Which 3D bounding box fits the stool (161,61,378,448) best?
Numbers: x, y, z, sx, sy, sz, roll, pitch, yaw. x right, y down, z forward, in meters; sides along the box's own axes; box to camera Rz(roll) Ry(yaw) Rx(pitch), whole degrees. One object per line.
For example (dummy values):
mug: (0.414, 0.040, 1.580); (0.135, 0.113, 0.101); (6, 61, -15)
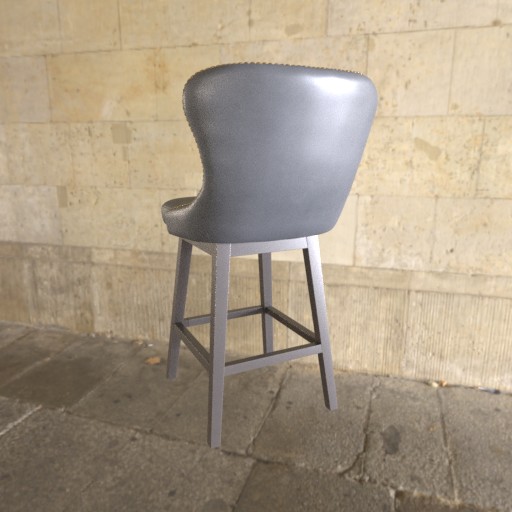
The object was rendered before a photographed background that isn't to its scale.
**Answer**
stool: (0.000, 0.000, 1.317); (0.528, 0.971, 0.593); (-7, 15, -26)
